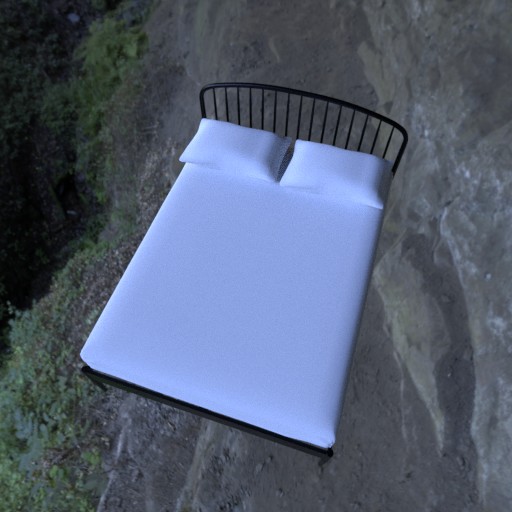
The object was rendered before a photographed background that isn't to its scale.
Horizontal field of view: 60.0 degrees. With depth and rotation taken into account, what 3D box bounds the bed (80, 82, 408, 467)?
[{"bbox_3d":[0.000,0.000,3.083,1.618,1.166,2.159,15,59,9],"label":"bed"}]
